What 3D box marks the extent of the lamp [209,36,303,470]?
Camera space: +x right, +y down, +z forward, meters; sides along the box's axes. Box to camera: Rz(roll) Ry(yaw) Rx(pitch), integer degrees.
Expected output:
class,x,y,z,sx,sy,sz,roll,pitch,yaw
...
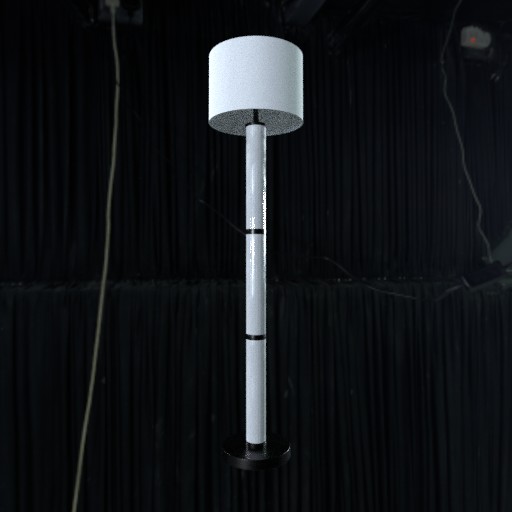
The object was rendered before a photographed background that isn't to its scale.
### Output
class,x,y,z,sx,sy,sz,roll,pitch,yaw
lamp,0.000,0.000,1.788,0.377,1.599,0.377,0,0,-19
